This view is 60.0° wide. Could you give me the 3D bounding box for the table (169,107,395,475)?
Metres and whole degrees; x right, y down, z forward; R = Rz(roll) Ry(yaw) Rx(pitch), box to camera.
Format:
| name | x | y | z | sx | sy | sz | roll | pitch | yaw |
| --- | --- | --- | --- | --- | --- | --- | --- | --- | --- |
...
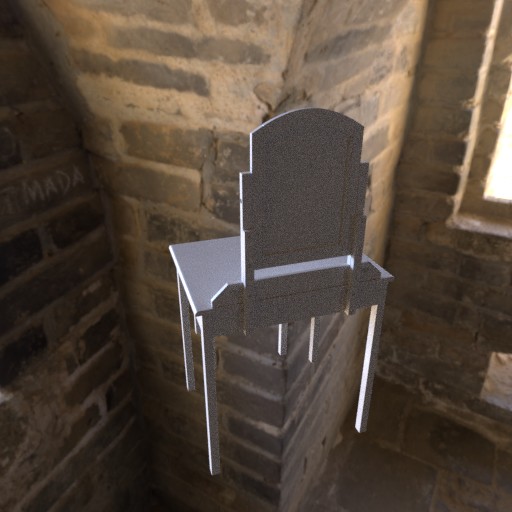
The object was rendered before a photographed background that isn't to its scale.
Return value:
| name | x | y | z | sx | sy | sz | roll | pitch | yaw |
| --- | --- | --- | --- | --- | --- | --- | --- | --- | --- |
| table | 0.000 | 0.000 | 2.328 | 0.876 | 1.631 | 1.211 | -8 | 27 | -17 |
